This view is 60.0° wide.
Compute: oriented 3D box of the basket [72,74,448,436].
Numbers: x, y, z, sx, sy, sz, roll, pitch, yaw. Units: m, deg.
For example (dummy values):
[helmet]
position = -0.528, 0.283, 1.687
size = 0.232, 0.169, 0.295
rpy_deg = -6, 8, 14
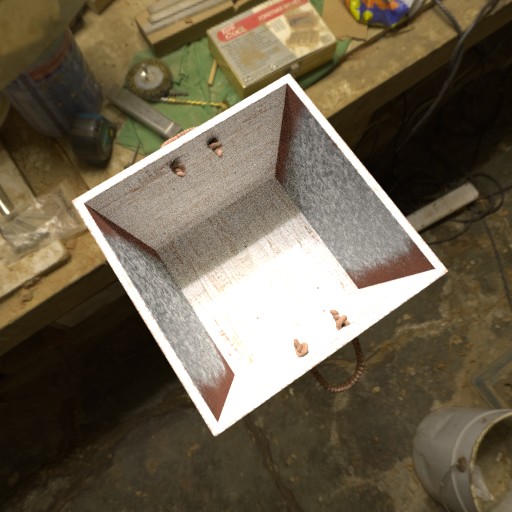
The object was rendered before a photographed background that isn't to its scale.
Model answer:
[basket]
position = 0.000, 0.000, 0.793
size = 0.413, 0.247, 0.545
rpy_deg = -33, 78, -8
